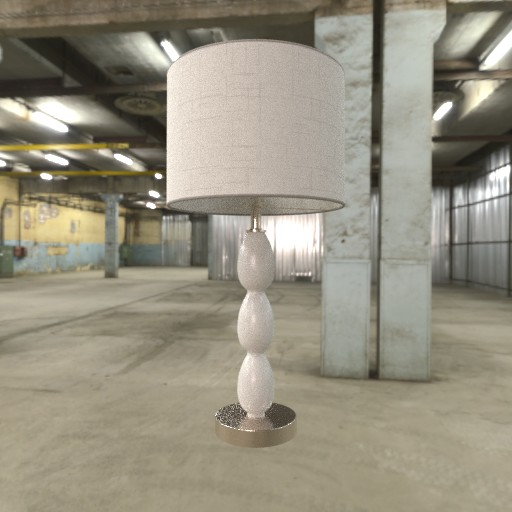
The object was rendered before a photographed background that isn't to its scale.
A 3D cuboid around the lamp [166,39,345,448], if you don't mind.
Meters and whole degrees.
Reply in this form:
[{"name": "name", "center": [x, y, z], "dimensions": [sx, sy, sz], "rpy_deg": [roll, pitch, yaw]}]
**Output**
[{"name": "lamp", "center": [0.000, 0.000, 0.710], "dimensions": [0.280, 0.559, 0.282], "rpy_deg": [0, 0, 36]}]
